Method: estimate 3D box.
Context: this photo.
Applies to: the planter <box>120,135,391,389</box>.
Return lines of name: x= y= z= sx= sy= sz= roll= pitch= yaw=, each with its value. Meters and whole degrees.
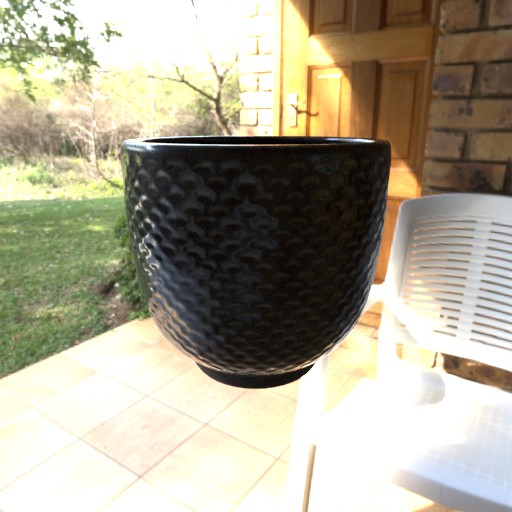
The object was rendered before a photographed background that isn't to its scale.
planter: x=0.000 y=0.000 z=0.313 sx=0.172 sy=0.160 sz=0.172 roll=0 pitch=17 yaw=0
